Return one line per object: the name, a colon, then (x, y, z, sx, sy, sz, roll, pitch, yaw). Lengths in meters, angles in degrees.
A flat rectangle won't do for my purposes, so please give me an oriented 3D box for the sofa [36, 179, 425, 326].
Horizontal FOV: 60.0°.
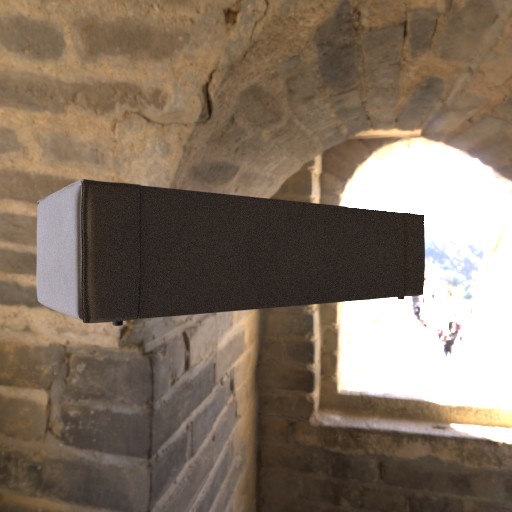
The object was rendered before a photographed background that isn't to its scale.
sofa: (0.000, 0.000, 3.129, 2.697, 0.680, 1.038, 0, 0, -36)
